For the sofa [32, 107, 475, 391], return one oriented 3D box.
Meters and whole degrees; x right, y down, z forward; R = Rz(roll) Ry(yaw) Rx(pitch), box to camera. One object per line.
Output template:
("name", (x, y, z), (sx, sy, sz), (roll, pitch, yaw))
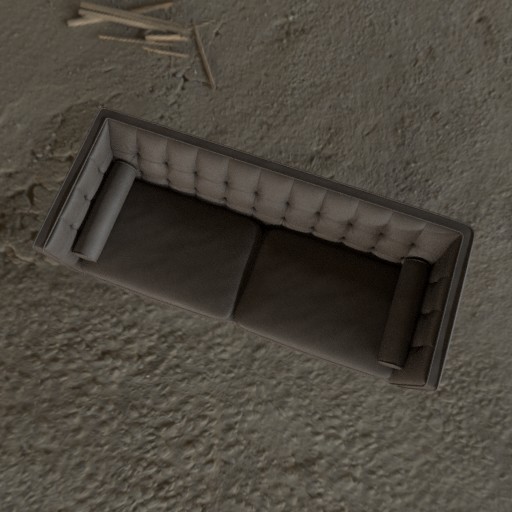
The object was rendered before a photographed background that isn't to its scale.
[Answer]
("sofa", (0.000, 0.000, 2.560), (2.087, 0.789, 0.867), (19, 76, 5))
